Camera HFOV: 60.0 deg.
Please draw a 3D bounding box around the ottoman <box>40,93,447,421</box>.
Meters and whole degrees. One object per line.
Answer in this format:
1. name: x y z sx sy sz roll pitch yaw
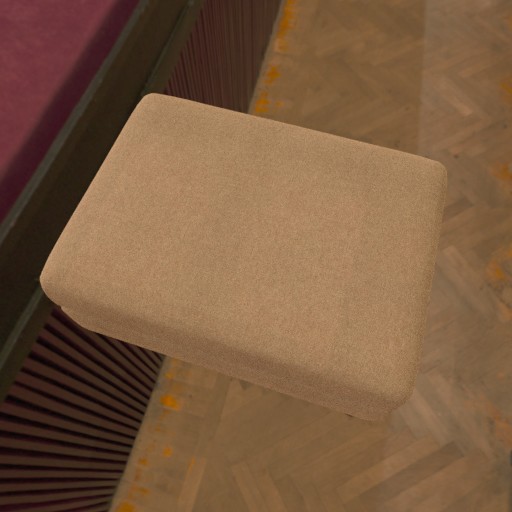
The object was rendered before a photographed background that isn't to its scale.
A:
1. ottoman: 0.000 0.000 1.183 0.823 0.478 0.610 16 65 8
